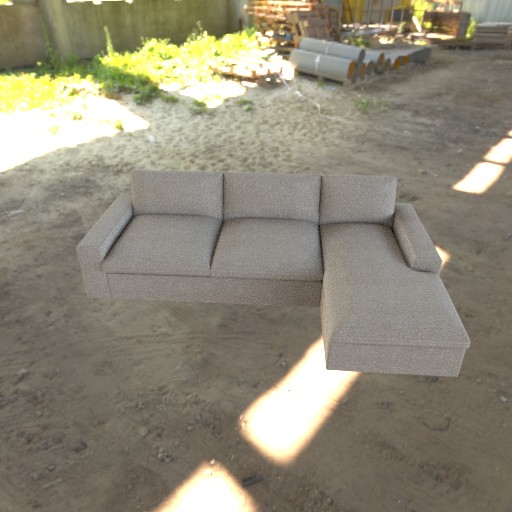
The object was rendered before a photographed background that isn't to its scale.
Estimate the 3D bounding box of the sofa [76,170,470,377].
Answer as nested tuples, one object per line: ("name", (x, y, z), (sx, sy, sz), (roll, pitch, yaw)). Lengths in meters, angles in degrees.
("sofa", (0.000, 0.000, 3.428), (2.718, 0.813, 1.689), (2, 31, 3))
